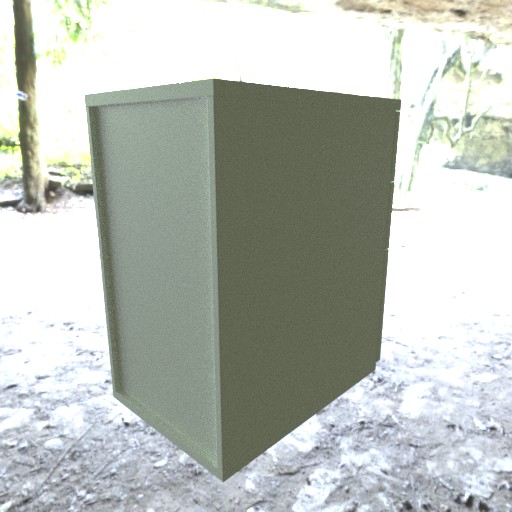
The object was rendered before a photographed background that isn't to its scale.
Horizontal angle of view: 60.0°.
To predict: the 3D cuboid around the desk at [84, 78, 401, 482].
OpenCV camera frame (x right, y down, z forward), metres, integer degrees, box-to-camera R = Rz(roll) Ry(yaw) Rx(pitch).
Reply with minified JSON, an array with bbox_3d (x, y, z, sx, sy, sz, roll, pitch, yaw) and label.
[{"bbox_3d":[0.000,0.000,1.080,0.404,0.730,0.600,14,21,42],"label":"desk"}]
